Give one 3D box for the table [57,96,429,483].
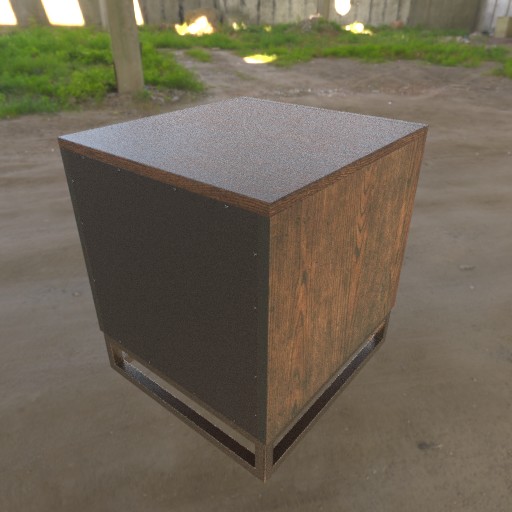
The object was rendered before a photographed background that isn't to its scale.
[{"bbox_3d":[0.000,0.000,1.027,0.506,0.582,0.566,22,36,33],"label":"table"}]
